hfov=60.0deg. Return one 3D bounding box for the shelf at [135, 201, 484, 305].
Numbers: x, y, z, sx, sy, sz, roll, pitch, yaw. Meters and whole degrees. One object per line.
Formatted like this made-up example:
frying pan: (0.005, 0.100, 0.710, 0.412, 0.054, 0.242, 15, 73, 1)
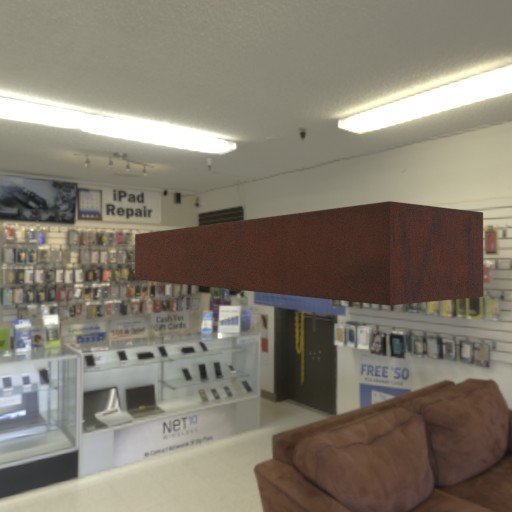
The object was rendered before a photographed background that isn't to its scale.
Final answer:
shelf: (0.000, 0.000, 0.666, 0.152, 0.088, 0.607, 0, -1, -35)
